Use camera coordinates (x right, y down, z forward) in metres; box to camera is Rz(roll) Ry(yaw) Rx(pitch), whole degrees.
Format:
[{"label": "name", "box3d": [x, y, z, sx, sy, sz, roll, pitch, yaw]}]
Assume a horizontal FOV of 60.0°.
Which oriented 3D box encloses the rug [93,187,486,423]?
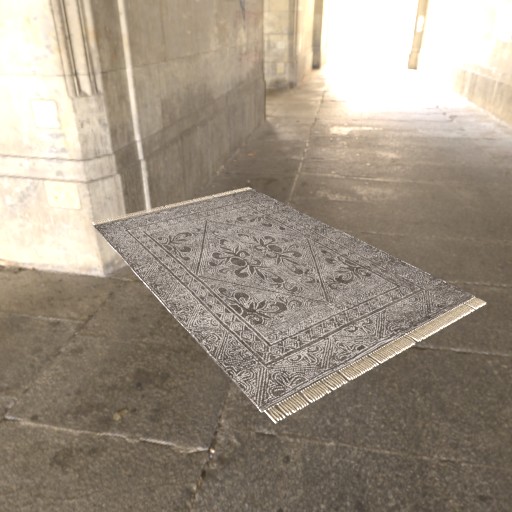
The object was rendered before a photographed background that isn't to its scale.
[{"label": "rug", "box3d": [0.000, 0.000, 3.024, 1.529, 0.010, 2.440, -18, 33, -30]}]
